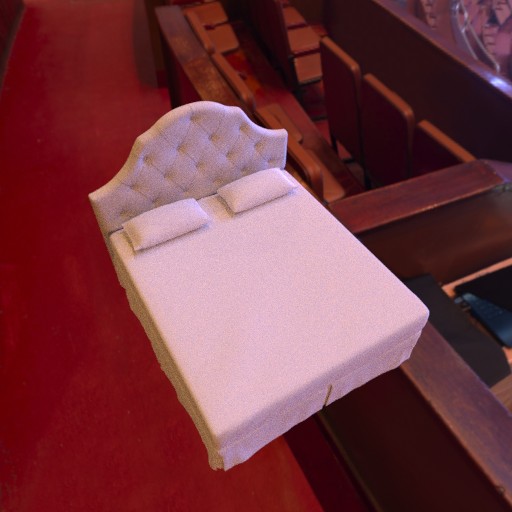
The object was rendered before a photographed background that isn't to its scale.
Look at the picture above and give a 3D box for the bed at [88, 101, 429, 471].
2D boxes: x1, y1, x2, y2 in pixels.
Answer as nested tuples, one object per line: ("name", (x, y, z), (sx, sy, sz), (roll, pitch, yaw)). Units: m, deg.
("bed", (0.000, 0.000, 3.594), (2.008, 1.615, 2.214), (-24, 52, -20))
